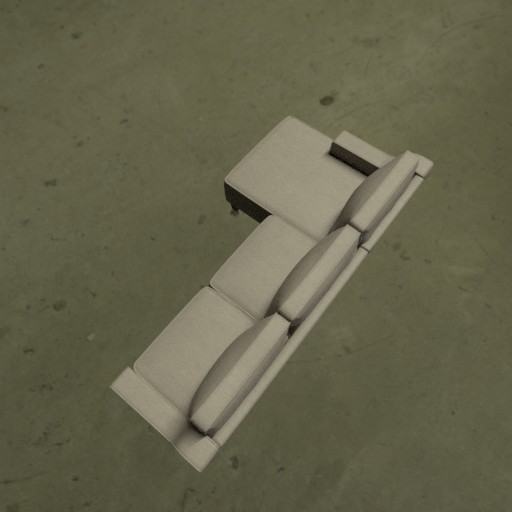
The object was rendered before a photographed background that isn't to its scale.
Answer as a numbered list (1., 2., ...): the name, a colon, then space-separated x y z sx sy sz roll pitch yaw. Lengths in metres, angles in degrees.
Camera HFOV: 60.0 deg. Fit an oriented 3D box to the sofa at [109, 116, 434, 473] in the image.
1. sofa: 0.000 0.000 3.172 1.294 0.928 2.561 35 68 16
